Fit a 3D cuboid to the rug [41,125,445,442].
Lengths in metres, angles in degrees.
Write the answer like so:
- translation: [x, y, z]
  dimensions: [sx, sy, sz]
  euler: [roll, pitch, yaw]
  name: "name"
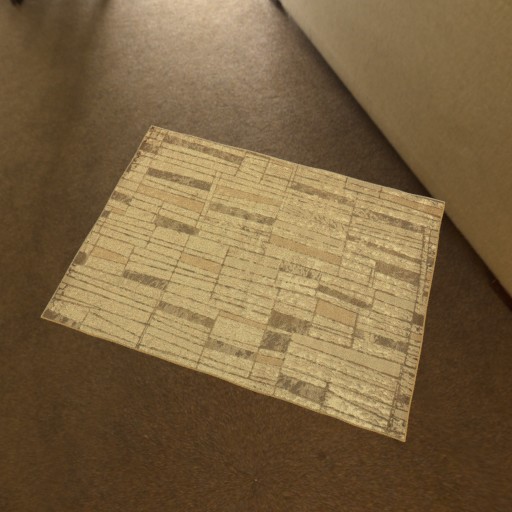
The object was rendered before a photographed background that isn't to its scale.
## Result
- translation: [0.000, 0.000, 4.340]
  dimensions: [3.357, 0.019, 2.449]
  euler: [17, 64, 8]
  name: "rug"
